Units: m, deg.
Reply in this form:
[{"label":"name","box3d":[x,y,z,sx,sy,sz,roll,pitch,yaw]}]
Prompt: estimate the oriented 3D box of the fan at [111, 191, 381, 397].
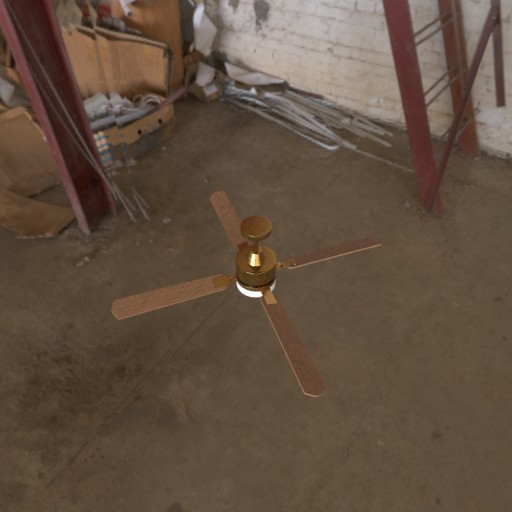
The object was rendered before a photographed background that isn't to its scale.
[{"label":"fan","box3d":[0.000,0.000,1.987,1.320,0.355,1.320,-14,46,-14]}]
